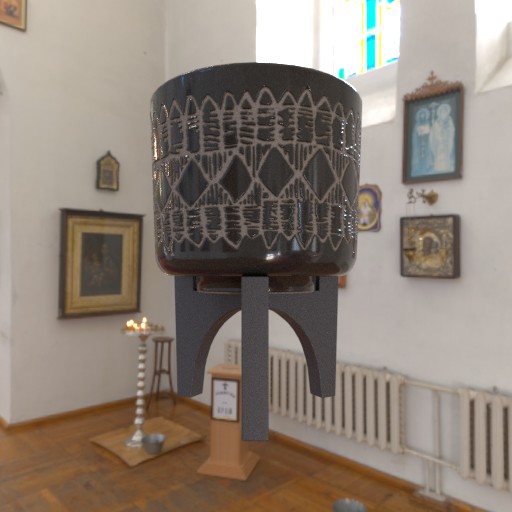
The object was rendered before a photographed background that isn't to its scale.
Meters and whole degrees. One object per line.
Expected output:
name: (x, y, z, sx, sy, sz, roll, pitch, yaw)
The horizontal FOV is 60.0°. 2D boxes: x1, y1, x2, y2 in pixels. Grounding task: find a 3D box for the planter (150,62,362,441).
planter: (0.000, 0.000, 0.530, 0.251, 0.355, 0.251, 0, -2, 0)
